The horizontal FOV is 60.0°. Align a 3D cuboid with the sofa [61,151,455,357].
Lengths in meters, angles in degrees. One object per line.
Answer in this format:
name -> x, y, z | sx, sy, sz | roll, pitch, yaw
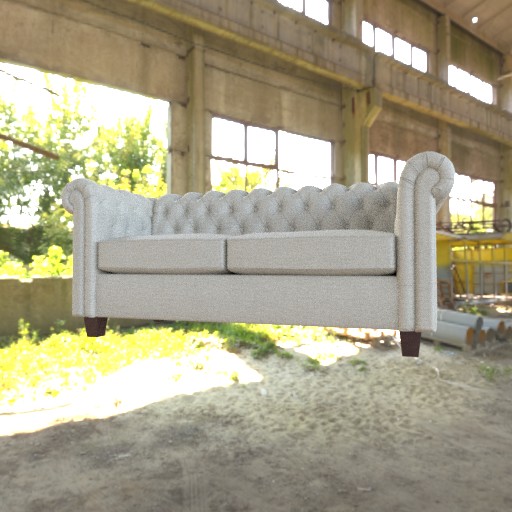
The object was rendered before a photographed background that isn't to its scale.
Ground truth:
sofa -> 0.000, 0.000, 2.259 | 1.798, 0.797, 0.783 | 0, -1, 18
